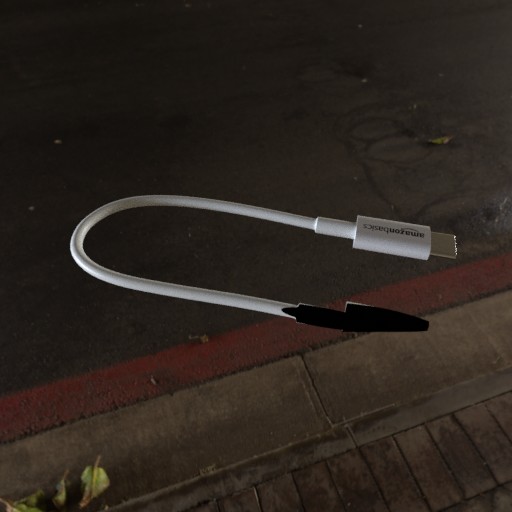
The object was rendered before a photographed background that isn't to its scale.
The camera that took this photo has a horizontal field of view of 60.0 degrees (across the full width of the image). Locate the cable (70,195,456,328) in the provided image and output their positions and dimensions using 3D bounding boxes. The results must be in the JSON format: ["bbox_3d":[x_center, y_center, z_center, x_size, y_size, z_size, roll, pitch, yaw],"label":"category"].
[{"bbox_3d":[0.000,0.000,0.113,0.098,0.005,0.041,10,48,9],"label":"cable"}]
